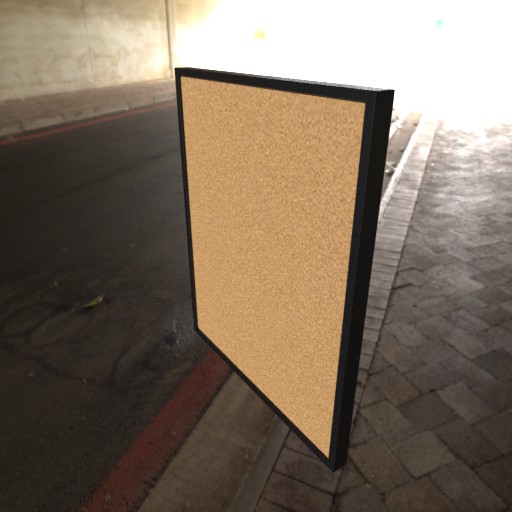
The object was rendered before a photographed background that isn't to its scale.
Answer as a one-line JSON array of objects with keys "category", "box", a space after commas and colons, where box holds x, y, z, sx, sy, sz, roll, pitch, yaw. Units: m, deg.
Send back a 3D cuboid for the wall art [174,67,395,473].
[{"category": "wall art", "box": [0.000, 0.000, 0.739, 0.029, 0.559, 0.457, -17, 31, -31]}]
